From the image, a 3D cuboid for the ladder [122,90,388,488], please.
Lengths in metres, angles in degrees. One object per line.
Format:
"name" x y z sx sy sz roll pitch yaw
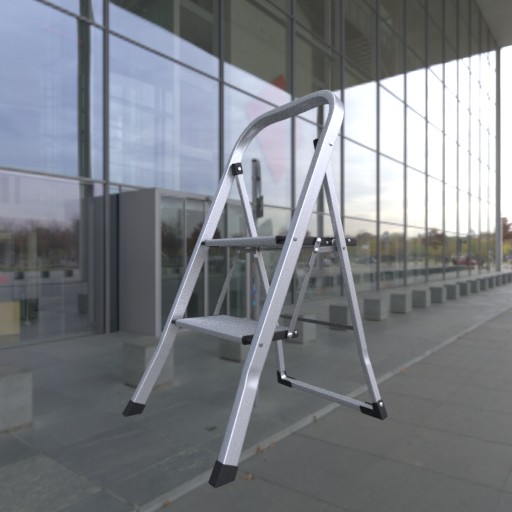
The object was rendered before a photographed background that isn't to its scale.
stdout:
"ladder" 0.000 0.000 1.134 0.530 0.830 0.465 0 0 -37
